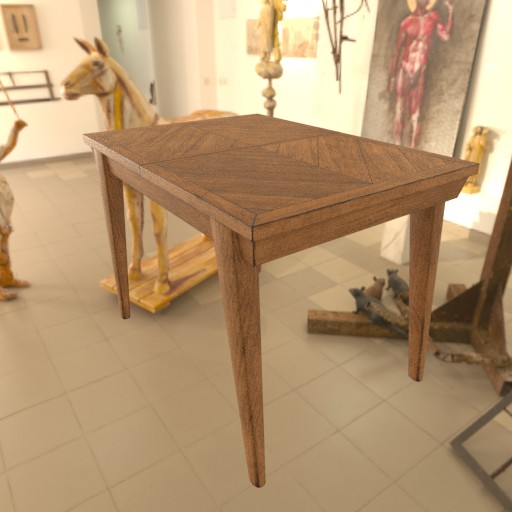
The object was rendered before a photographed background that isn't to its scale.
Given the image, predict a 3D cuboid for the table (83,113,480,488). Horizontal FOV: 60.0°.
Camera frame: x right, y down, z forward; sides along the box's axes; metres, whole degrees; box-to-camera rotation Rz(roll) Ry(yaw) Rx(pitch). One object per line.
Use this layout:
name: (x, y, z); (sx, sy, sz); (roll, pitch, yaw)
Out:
table: (0.000, 0.000, 1.547); (0.757, 0.760, 1.027); (-18, 32, -31)
